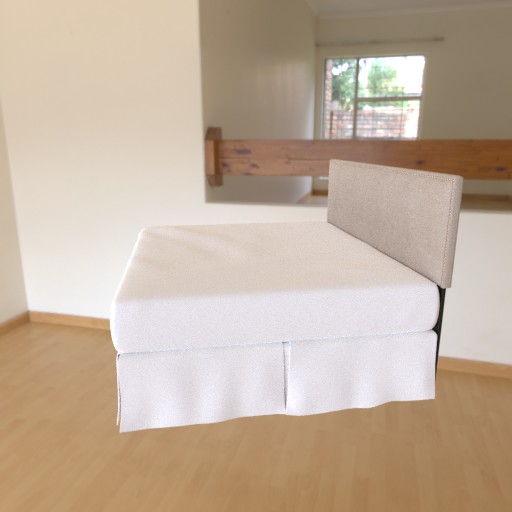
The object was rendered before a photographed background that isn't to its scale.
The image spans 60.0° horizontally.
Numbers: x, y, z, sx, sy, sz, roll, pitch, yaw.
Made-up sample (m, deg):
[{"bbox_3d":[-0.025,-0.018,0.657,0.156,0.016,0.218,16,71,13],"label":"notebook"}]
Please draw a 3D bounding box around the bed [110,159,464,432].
[{"bbox_3d":[0.000,0.000,3.376,1.914,1.346,2.170,-2,15,-9],"label":"bed"}]
